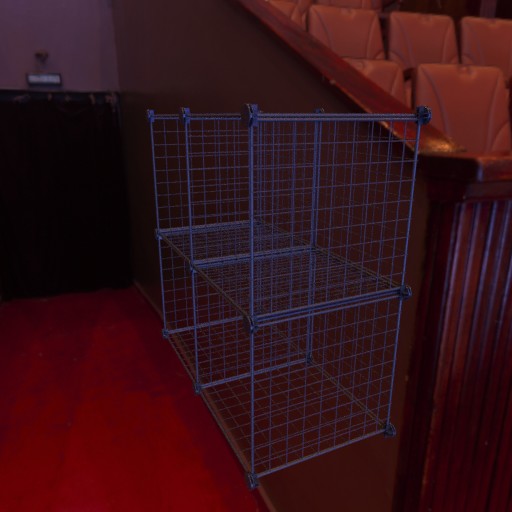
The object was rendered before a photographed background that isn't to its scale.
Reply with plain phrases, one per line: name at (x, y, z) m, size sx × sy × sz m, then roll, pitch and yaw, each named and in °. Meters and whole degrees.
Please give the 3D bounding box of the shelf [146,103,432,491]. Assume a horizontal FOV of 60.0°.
shelf at (0.000, 0.000, 1.123) m, size 0.356 × 0.711 × 0.711 m, roll -8°, pitch 19°, yaw -24°
